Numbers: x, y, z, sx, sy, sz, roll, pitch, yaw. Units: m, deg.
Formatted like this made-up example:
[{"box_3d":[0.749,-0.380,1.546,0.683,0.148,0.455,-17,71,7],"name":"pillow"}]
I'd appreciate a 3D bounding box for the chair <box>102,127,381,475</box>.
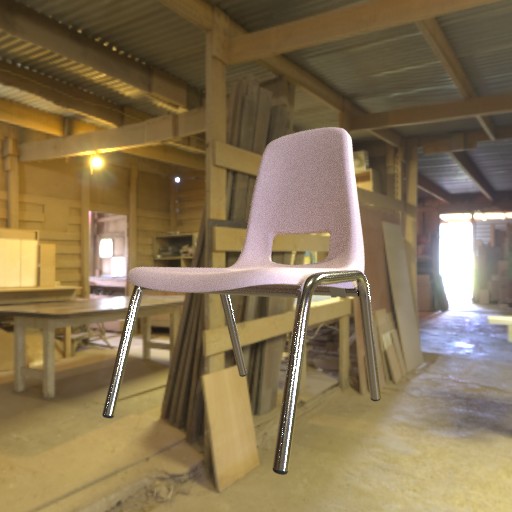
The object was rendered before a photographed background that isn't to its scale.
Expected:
[{"box_3d":[0.000,0.000,0.786,0.354,0.537,0.385,-1,-1,36],"name":"chair"}]
